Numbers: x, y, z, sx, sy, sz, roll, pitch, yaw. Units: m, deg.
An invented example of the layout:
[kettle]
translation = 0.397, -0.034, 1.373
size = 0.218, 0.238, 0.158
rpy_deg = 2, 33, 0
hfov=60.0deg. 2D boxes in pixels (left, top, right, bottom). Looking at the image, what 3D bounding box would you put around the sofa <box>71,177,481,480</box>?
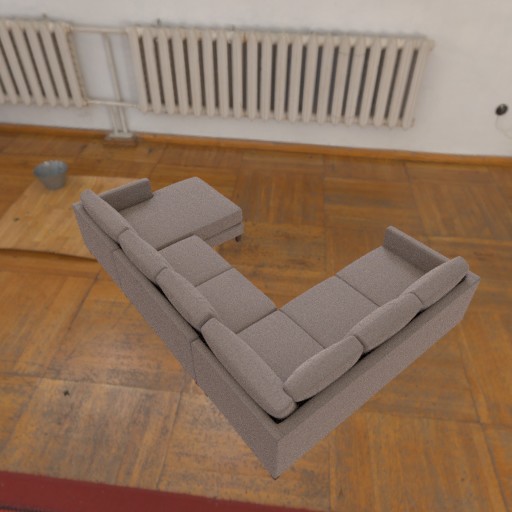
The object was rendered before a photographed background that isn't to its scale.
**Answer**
[sofa]
translation = 0.000, 0.000, 4.547
size = 2.424, 0.865, 3.438
rpy_deg = -28, 48, -28
